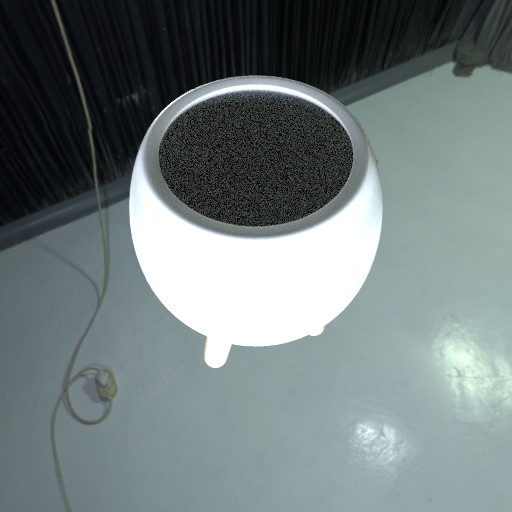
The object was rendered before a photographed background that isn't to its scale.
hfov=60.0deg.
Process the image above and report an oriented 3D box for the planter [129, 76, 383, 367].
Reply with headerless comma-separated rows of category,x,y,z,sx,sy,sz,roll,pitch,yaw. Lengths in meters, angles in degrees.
planter,0.000,0.000,0.335,0.161,0.224,0.161,0,58,0
